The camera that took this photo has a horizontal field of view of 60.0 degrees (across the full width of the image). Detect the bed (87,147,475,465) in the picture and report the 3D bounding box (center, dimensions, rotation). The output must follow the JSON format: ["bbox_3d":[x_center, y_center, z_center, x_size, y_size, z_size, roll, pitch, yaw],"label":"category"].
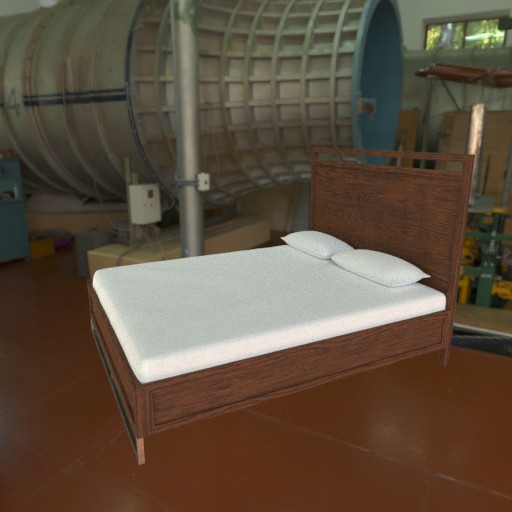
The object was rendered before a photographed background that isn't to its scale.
[{"bbox_3d":[0.000,0.000,3.276,2.218,1.487,1.765,-8,17,-26],"label":"bed"}]
